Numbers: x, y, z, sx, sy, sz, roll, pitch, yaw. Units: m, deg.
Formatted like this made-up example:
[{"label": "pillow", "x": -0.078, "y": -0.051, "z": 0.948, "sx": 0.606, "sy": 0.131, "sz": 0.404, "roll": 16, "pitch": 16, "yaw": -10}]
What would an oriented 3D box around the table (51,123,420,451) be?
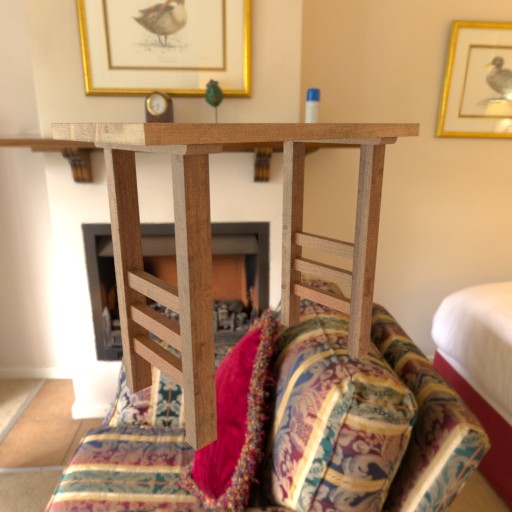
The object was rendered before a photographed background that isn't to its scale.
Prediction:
[{"label": "table", "x": 0.000, "y": 0.000, "z": 1.593, "sx": 1.119, "sy": 0.914, "sz": 0.556, "roll": -14, "pitch": 22, "yaw": -40}]
